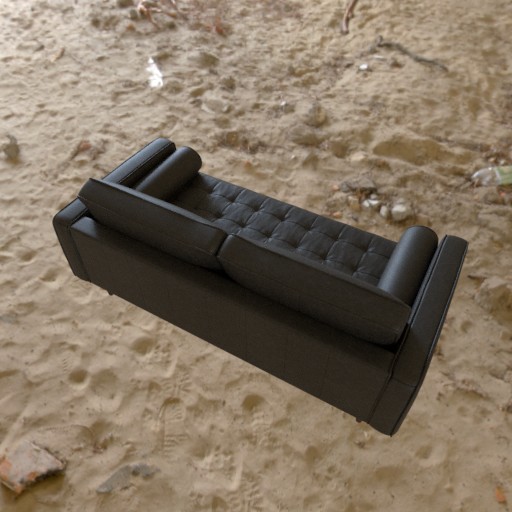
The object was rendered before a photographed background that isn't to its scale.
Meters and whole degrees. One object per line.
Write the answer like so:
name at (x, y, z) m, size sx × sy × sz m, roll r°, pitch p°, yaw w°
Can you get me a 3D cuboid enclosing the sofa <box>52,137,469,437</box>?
sofa at (0.000, 0.000, 2.293) m, size 1.879 × 0.770 × 0.921 m, roll 22°, pitch 51°, yaw 20°
